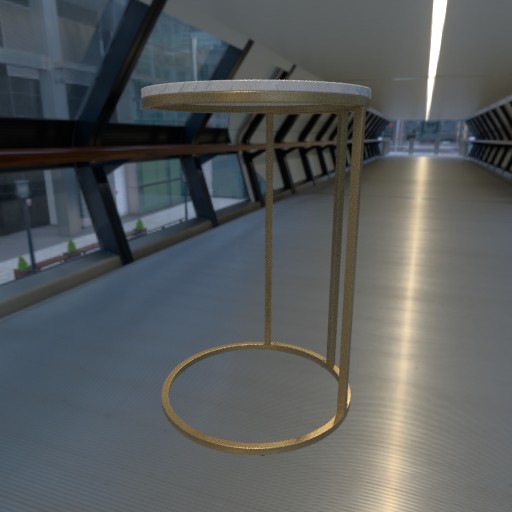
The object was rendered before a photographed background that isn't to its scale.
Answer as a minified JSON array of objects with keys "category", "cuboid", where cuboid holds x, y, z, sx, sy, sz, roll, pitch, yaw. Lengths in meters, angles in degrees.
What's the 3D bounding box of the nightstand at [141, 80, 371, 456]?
[{"category":"nightstand","cuboid":[0.000,0.000,0.877,0.400,0.610,0.400,-7,17,-24]}]
